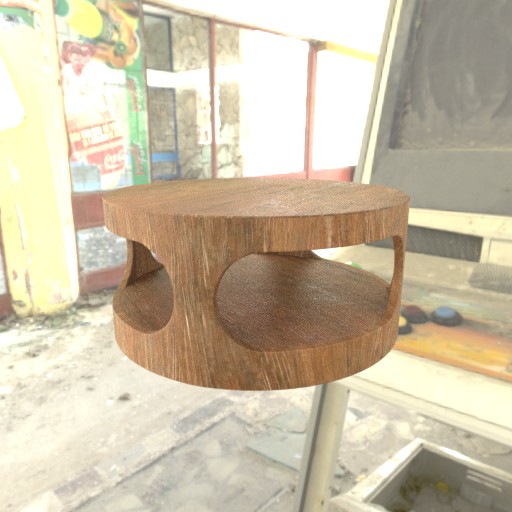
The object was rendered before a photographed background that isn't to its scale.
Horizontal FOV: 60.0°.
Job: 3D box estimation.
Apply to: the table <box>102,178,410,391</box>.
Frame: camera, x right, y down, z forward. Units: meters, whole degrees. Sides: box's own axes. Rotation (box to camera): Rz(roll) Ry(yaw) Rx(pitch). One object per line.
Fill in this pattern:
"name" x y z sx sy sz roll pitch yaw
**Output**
"table" 0.000 0.000 1.540 0.974 0.450 0.974 0 15 0
